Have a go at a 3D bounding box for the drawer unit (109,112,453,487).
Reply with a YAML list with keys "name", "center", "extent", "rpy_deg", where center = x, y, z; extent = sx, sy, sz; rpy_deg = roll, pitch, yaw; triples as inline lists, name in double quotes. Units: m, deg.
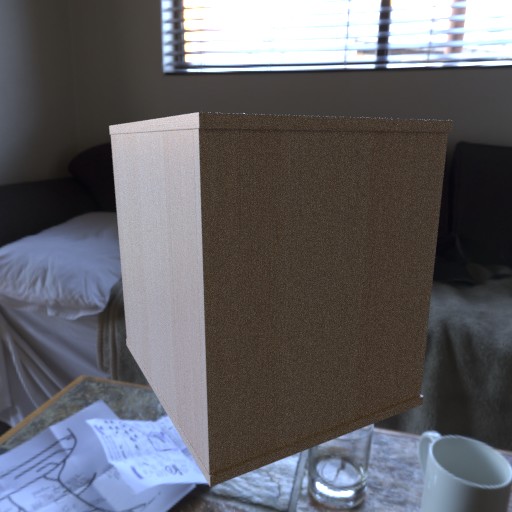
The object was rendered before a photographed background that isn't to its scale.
- name: "drawer unit"
  center: [0.000, 0.000, 0.598]
  extent: [0.290, 0.344, 0.349]
  rpy_deg: [-8, 16, -28]
